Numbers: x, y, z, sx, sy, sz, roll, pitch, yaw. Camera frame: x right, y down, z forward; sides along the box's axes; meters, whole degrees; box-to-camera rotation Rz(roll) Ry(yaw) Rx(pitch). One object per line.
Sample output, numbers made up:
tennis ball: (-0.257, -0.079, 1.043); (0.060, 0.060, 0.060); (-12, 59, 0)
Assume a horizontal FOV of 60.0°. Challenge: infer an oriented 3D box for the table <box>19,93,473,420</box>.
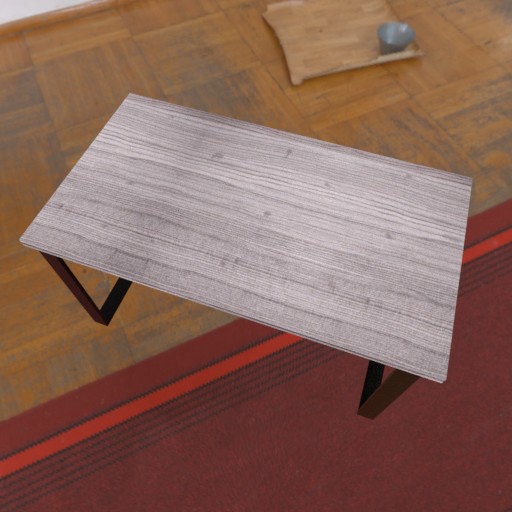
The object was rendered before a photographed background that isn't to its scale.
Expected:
table: (0.000, 0.000, 2.059); (1.579, 0.736, 0.881); (17, 60, 10)
